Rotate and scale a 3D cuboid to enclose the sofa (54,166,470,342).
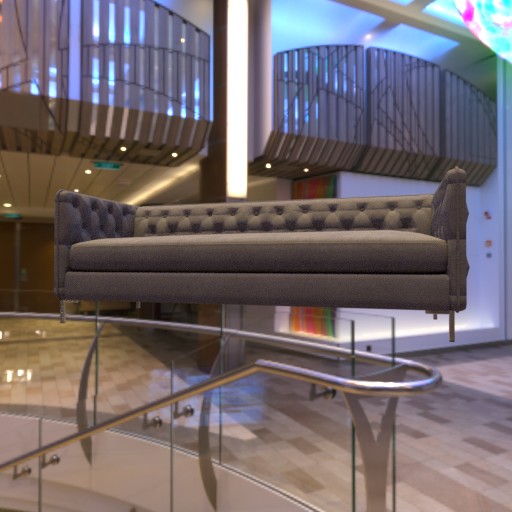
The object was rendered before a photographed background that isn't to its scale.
[{"bbox_3d":[0.000,0.000,2.634,2.209,0.771,0.895,0,-1,17],"label":"sofa"}]
